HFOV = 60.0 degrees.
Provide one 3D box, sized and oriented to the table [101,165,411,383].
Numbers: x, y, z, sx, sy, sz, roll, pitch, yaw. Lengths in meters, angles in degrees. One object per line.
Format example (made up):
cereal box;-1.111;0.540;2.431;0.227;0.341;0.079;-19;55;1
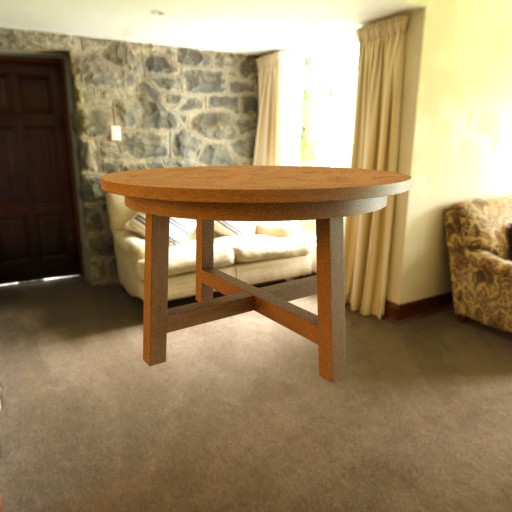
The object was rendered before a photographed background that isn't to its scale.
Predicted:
table;0.000;0.000;2.081;1.319;0.762;1.319;0;15;0
